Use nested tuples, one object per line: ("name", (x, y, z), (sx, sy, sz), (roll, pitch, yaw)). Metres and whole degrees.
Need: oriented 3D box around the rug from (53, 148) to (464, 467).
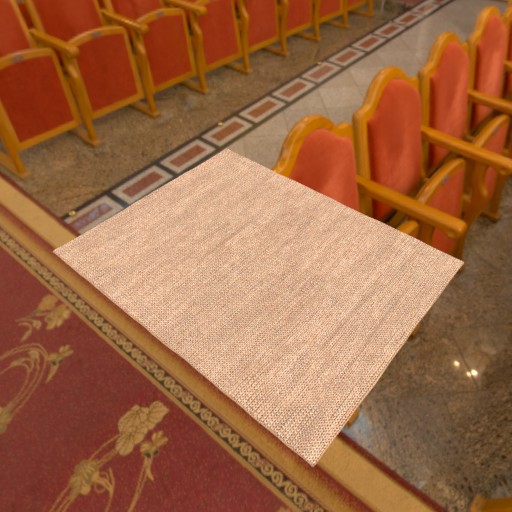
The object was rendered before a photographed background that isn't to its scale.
("rug", (0.000, 0.000, 4.182), (3.052, 0.030, 2.429), (31, 53, 27))
